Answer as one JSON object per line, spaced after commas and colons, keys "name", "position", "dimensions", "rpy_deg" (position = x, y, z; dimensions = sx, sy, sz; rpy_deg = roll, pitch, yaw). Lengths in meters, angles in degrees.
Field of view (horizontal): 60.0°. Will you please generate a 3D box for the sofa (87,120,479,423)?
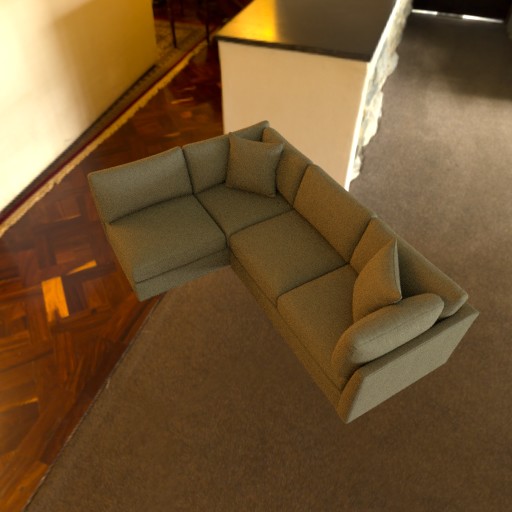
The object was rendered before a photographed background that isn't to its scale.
{"name": "sofa", "position": [0.000, 0.000, 3.798], "dimensions": [1.994, 0.978, 2.896], "rpy_deg": [-23, 50, -21]}
